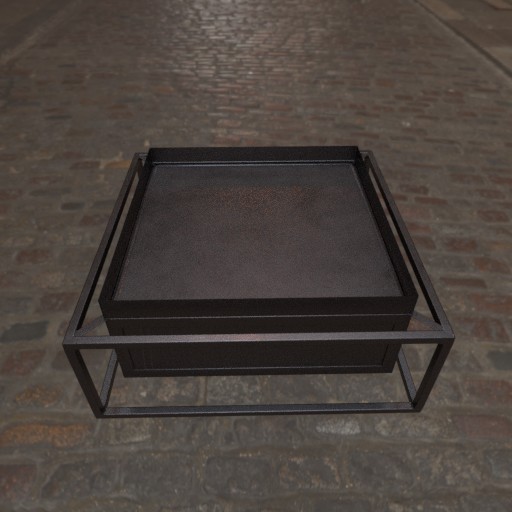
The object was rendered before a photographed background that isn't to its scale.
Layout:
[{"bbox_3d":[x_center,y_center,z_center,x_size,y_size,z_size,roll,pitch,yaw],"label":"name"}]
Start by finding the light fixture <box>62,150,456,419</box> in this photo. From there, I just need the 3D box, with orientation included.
[{"bbox_3d":[0.000,0.000,0.705,0.441,0.191,0.441,-1,41,-1],"label":"light fixture"}]
